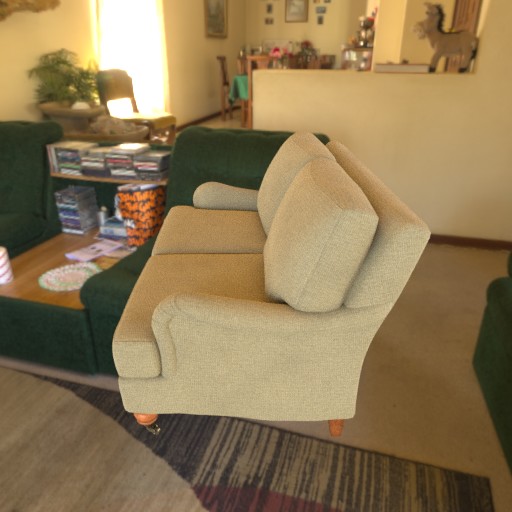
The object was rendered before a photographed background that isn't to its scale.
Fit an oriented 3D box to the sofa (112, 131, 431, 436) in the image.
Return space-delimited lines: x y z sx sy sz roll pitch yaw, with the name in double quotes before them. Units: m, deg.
"sofa" 0.000 0.000 2.191 1.087 0.999 1.480 -1 25 -1
